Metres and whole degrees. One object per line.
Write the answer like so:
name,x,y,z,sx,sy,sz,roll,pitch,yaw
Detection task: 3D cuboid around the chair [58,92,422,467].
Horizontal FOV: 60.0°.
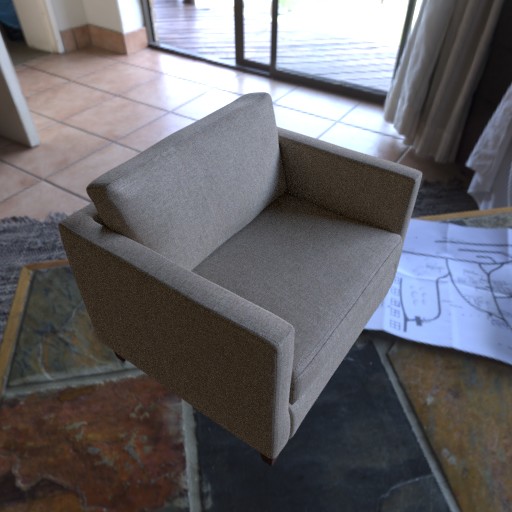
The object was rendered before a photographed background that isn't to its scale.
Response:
chair,0.000,0.000,1.835,0.959,0.987,1.107,25,47,26
